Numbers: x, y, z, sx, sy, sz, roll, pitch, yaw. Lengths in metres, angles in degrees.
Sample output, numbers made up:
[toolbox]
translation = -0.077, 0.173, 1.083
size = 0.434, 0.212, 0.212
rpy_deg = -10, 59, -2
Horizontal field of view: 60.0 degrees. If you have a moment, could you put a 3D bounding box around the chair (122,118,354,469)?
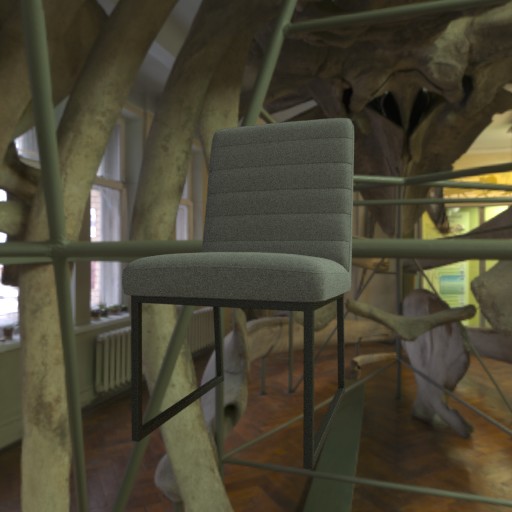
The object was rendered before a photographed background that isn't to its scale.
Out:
[chair]
translation = 0.000, 0.000, 1.323
size = 0.520, 0.930, 0.634
rpy_deg = 0, 1, 19
